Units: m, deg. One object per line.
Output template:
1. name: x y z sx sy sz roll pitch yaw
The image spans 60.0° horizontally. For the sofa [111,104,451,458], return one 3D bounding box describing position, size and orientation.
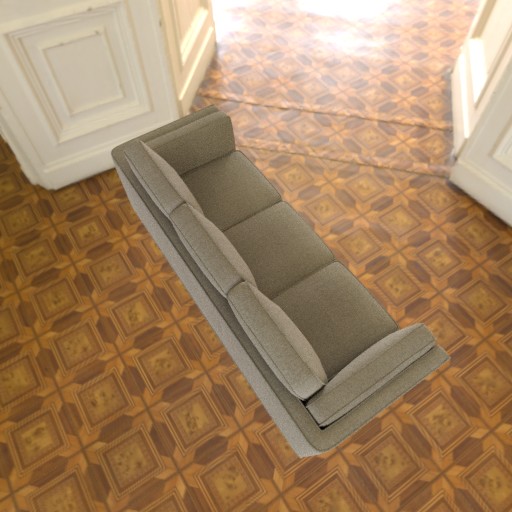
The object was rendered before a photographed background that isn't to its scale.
1. sofa: 0.000 0.000 2.851 0.903 0.899 2.362 -30 63 -17
